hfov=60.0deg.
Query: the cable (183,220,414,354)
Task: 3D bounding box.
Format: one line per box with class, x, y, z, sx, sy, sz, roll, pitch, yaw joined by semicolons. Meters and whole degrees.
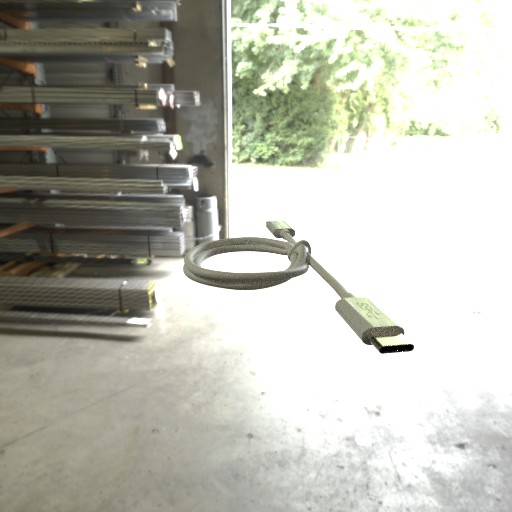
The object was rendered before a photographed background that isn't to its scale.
cable;0.000;0.000;0.214;0.070;0.014;0.186;-3;16;-9
